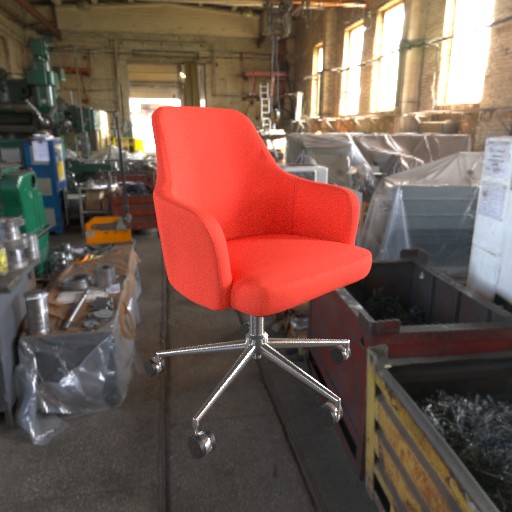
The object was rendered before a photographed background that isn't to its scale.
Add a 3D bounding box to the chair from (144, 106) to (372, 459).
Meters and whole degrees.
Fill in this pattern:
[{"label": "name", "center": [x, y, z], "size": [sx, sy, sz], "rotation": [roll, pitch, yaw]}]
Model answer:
[{"label": "chair", "center": [0.000, 0.000, 1.250], "size": [0.655, 0.820, 0.600], "rotation": [-15, 21, -43]}]
